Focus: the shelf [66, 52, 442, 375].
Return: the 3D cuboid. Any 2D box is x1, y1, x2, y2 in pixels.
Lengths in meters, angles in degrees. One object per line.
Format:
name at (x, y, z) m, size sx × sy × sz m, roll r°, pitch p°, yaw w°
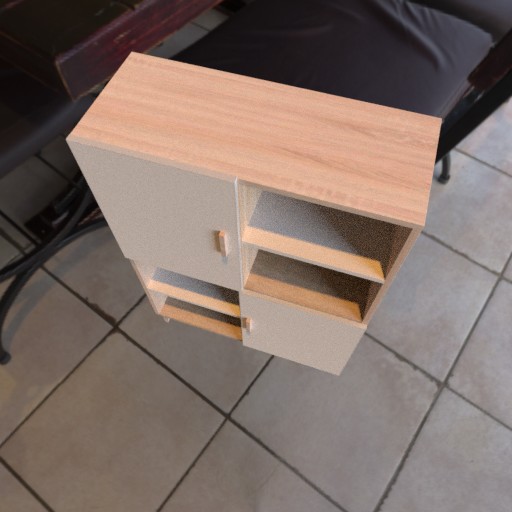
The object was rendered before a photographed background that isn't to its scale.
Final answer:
shelf at (0.000, 0.000, 1.866) m, size 0.995 × 1.405 × 0.434 m, roll 16°, pitch 61°, yaw 9°
